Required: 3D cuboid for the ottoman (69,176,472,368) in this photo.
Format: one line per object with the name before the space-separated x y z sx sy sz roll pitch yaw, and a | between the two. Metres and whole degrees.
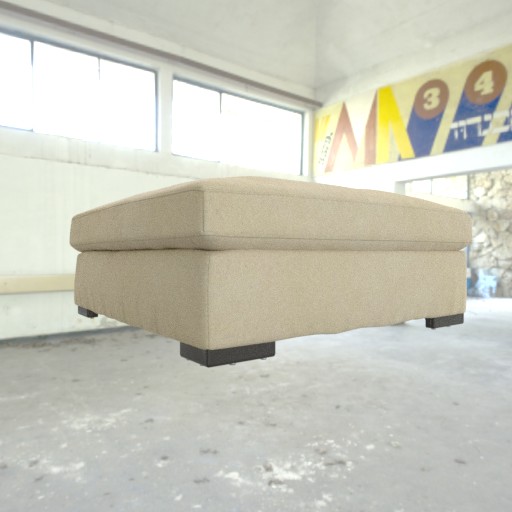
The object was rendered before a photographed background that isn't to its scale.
ottoman | 0.000 0.000 1.809 1.190 0.522 1.205 0 0 -36
